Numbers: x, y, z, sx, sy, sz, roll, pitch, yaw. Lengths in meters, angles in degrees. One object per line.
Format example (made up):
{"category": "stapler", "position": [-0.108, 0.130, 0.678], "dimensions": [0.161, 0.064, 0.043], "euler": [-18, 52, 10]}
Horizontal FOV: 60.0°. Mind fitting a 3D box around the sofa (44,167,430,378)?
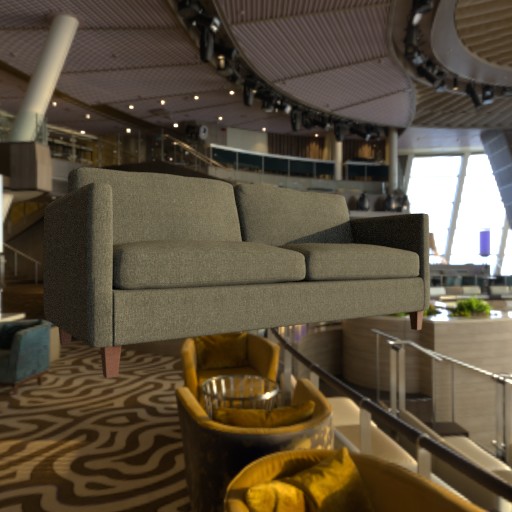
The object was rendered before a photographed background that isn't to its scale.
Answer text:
{"category": "sofa", "position": [0.000, 0.000, 2.672], "dimensions": [2.208, 0.965, 0.948], "euler": [0, 0, -35]}
